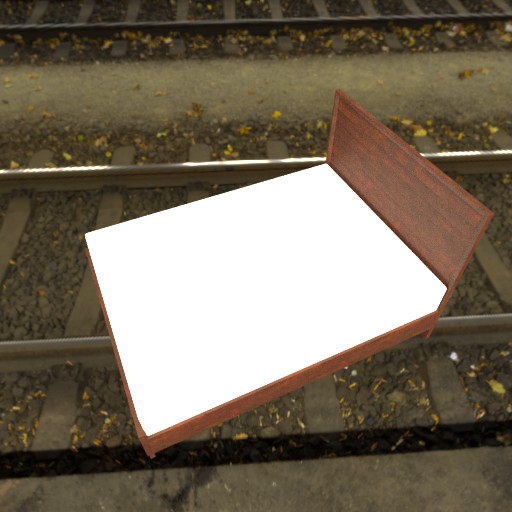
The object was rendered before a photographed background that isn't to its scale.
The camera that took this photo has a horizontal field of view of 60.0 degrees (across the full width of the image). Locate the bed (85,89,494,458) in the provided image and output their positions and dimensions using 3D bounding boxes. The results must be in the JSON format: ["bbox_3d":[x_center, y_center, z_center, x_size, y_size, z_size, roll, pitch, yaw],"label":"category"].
[{"bbox_3d":[0.000,0.000,3.116,2.184,1.270,1.600,-19,50,-17],"label":"bed"}]
